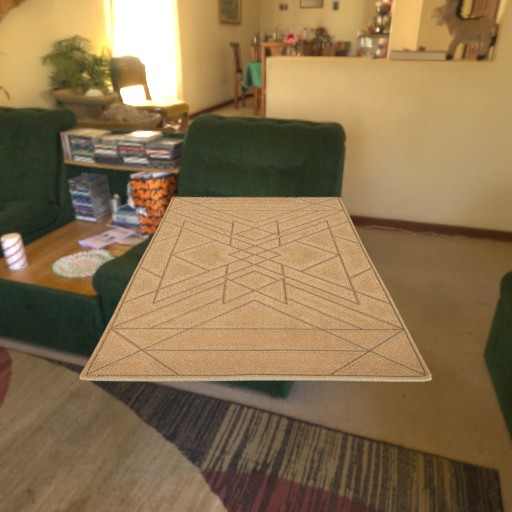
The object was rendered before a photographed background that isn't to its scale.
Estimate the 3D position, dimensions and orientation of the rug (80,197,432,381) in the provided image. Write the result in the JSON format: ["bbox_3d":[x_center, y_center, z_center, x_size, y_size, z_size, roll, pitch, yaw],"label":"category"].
[{"bbox_3d":[0.000,0.000,3.056,1.575,0.023,2.459,0,27,0],"label":"rug"}]
